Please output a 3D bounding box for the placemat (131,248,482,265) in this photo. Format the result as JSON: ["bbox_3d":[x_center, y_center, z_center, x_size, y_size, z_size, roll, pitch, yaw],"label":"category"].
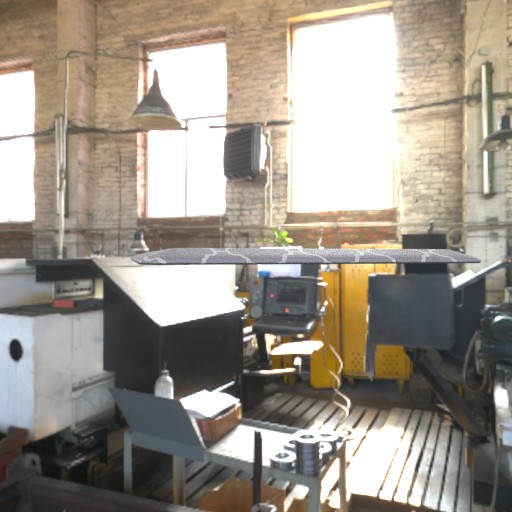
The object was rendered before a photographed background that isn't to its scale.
[{"bbox_3d":[0.000,0.000,0.948,0.508,0.021,0.762,0,0,-17],"label":"placemat"}]
